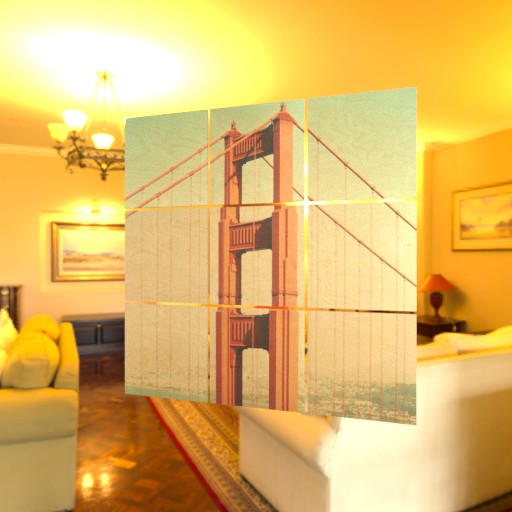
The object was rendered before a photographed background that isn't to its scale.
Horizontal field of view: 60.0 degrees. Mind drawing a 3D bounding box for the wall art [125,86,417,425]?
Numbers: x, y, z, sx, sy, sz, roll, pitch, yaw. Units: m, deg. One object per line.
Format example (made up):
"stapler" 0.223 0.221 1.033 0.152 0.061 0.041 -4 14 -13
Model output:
"wall art" 0.000 0.000 2.227 1.517 1.523 0.013 0 0 18
